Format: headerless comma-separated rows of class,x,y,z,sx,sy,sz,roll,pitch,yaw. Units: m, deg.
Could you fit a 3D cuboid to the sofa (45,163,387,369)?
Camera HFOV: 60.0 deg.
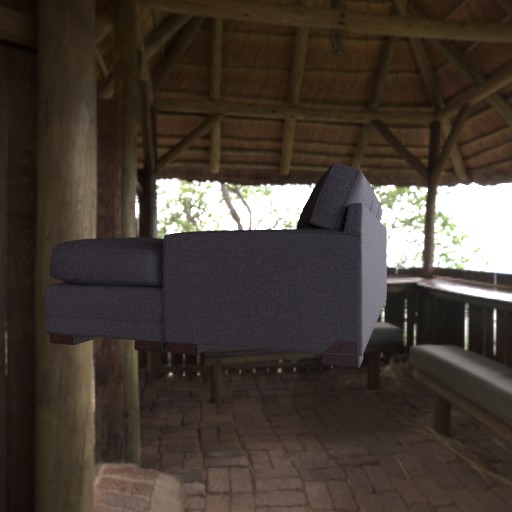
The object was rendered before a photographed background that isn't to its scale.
sofa,0.000,0.000,3.326,1.790,0.973,2.370,0,1,19
